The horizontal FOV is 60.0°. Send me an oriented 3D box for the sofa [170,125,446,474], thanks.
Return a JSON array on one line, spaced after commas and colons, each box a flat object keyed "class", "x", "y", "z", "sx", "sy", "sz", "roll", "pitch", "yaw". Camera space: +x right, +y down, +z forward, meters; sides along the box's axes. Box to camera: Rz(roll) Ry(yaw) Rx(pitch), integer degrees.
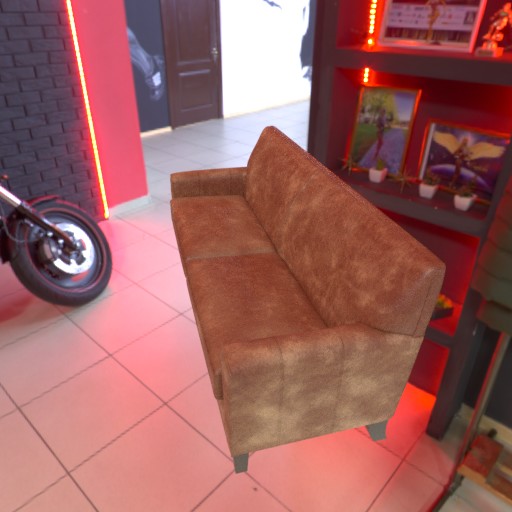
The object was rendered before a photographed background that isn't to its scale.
[{"class": "sofa", "x": 0.000, "y": 0.000, "z": 2.488, "sx": 0.805, "sy": 0.947, "sz": 2.053, "roll": -8, "pitch": 31, "yaw": -13}]
